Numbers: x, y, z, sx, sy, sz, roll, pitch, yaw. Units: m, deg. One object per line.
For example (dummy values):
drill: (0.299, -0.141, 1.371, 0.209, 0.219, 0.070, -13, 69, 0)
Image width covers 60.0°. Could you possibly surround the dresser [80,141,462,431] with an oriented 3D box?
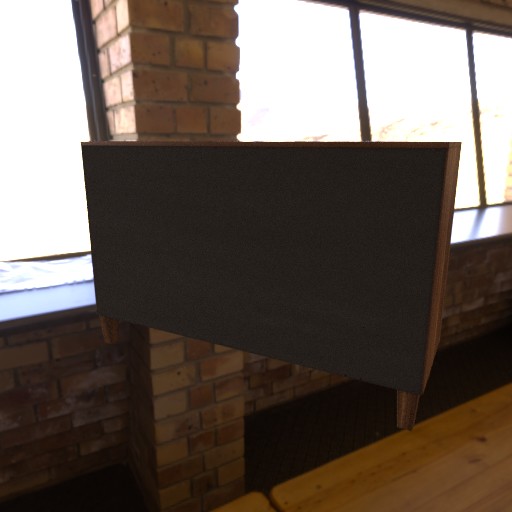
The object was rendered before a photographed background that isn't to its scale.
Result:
dresser: (0.000, 0.000, 1.778, 1.387, 0.892, 0.438, 8, 17, 27)
